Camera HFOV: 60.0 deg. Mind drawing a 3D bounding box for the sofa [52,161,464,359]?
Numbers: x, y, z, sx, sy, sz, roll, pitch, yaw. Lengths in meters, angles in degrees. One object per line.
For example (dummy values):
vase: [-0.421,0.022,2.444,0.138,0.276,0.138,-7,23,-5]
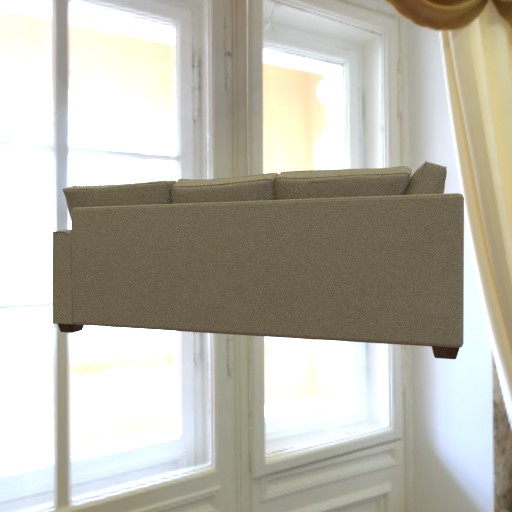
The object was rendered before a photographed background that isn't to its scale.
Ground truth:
sofa: [0.000,0.000,2.855,2.323,0.948,1.053,0,0,18]
